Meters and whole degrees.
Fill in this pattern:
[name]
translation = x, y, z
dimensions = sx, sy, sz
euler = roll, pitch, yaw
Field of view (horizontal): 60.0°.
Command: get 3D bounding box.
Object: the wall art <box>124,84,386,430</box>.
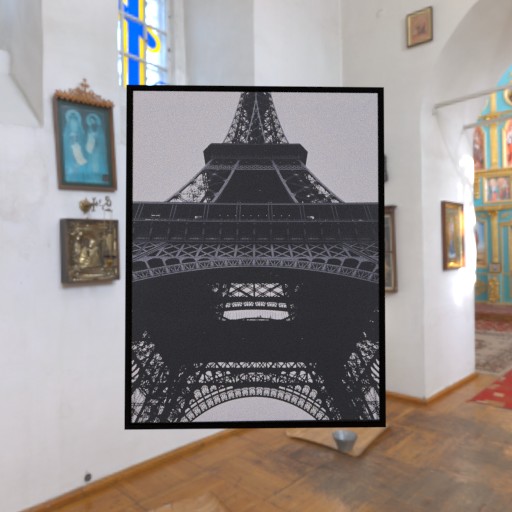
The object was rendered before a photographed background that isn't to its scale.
[wall art]
translation = 0.000, 0.000, 1.392
dimensions = 0.805, 1.062, 0.040
euler = 0, -1, -1
